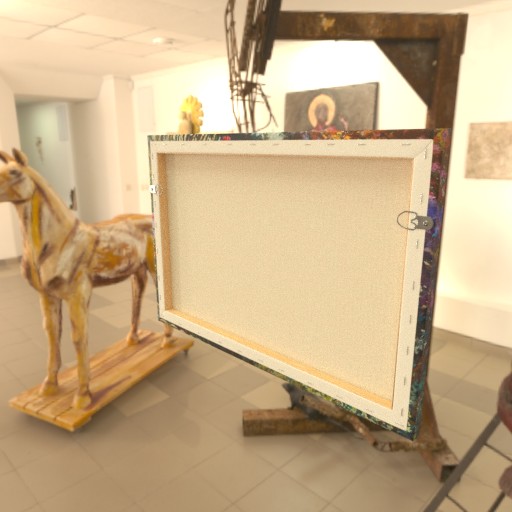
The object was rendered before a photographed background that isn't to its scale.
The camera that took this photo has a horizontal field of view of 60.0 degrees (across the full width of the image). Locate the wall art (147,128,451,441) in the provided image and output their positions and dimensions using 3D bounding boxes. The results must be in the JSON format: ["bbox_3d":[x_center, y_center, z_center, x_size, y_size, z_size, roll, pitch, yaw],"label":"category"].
[{"bbox_3d":[0.000,0.000,1.419,1.136,0.760,0.042,13,19,43],"label":"wall art"}]
